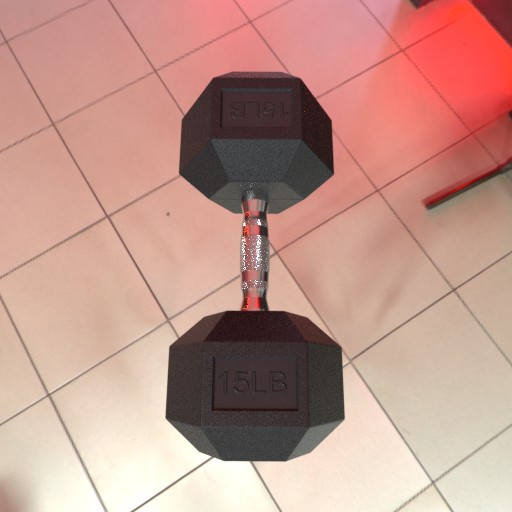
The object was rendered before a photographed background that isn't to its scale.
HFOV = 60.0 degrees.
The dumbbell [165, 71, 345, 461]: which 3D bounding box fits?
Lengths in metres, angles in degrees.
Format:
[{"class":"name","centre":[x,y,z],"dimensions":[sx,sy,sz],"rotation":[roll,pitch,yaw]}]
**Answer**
[{"class":"dumbbell","centre":[0.000,0.000,0.331],"dimensions":[0.122,0.106,0.271],"rotation":[0,75,0]}]
